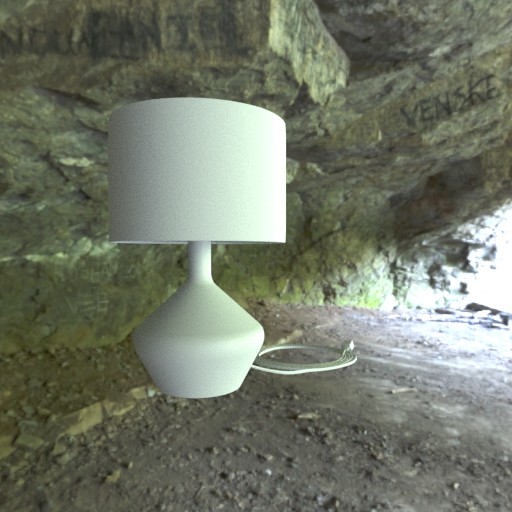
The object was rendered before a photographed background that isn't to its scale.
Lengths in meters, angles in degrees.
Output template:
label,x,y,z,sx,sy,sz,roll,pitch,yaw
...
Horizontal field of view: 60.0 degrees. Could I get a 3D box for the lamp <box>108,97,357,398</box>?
label,x,y,z,sx,sy,sz,roll,pitch,yaw
lamp,0.000,0.000,0.867,0.546,0.457,0.401,0,1,-18
